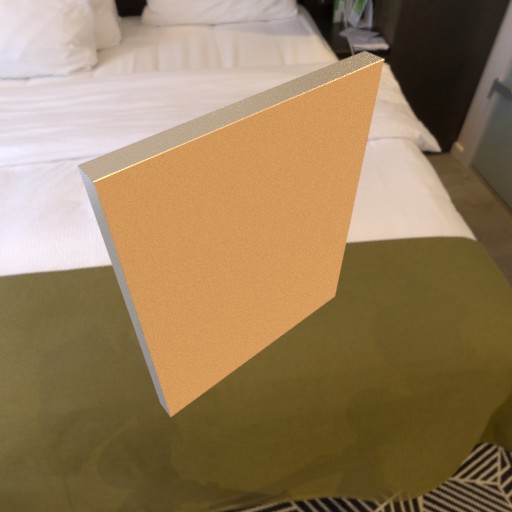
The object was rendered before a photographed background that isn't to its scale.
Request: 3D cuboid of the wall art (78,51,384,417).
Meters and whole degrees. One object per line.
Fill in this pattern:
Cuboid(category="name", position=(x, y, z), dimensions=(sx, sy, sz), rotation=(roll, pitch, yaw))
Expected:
Cuboid(category="wall art", position=(0.000, 0.000, 0.748), dimensions=(0.452, 0.549, 0.038), rotation=(-31, 54, -26))
